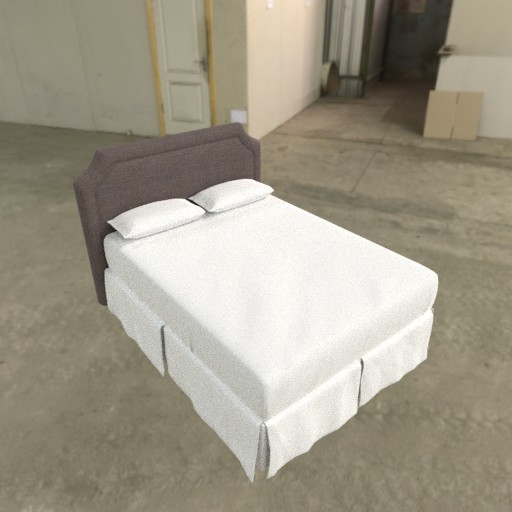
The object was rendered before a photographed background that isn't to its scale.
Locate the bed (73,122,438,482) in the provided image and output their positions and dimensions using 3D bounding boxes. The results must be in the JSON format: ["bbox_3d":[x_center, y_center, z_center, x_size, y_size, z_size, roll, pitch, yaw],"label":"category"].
[{"bbox_3d":[0.000,0.000,3.135,1.693,1.290,2.116,-22,37,-33],"label":"bed"}]
